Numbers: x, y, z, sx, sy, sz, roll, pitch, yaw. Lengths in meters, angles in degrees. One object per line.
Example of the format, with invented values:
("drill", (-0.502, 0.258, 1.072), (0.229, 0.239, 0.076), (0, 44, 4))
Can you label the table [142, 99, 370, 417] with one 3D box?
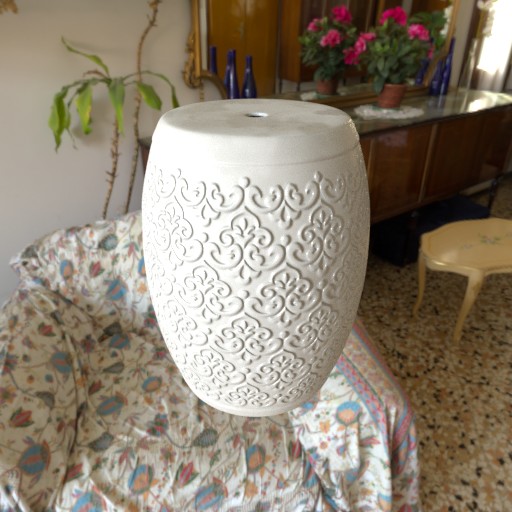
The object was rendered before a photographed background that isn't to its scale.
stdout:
("table", (0.000, 0.000, 0.635), (0.309, 0.397, 0.309), (0, 29, 0))
